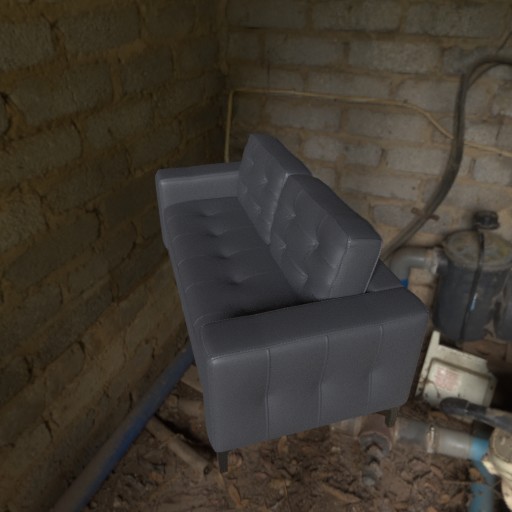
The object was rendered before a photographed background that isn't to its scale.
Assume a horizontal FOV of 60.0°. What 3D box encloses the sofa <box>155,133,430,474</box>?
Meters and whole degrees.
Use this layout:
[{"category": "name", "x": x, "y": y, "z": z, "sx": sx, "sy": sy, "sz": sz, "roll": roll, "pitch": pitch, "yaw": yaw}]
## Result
[{"category": "sofa", "x": 0.000, "y": 0.000, "z": 2.261, "sx": 0.833, "sy": 0.893, "sz": 1.726, "roll": -9, "pitch": 33, "yaw": -14}]
